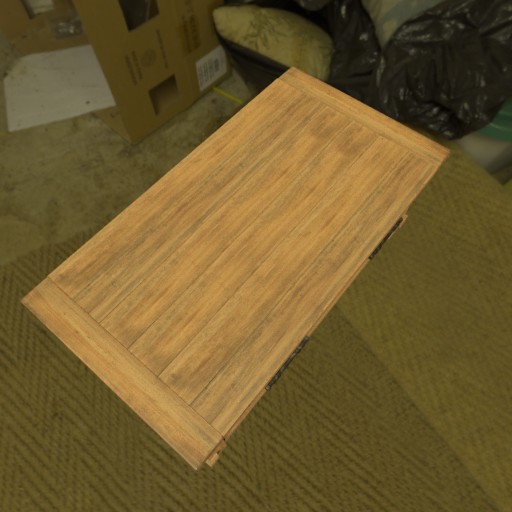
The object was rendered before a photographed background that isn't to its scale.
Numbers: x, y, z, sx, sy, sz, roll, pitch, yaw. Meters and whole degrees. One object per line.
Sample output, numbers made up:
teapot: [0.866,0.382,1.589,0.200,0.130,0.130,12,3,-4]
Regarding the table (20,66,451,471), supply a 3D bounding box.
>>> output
table: [0.000,0.000,1.590,0.693,0.494,1.270,36,67,18]
